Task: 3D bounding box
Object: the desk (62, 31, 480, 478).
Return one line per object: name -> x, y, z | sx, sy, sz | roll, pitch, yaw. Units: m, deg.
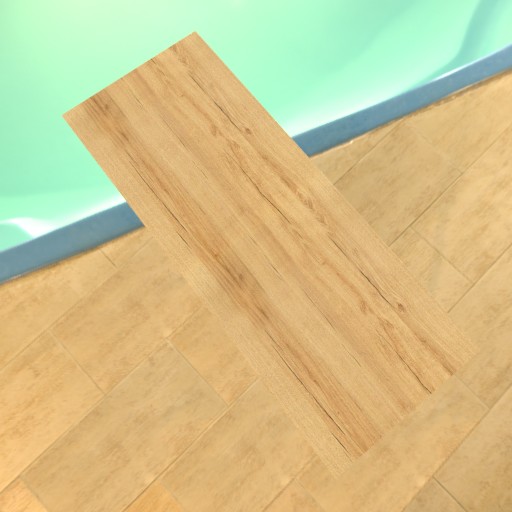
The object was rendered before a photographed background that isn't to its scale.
desk -> 0.000, 0.000, 1.743 | 0.550, 0.760, 1.400 | -37, 78, -9
